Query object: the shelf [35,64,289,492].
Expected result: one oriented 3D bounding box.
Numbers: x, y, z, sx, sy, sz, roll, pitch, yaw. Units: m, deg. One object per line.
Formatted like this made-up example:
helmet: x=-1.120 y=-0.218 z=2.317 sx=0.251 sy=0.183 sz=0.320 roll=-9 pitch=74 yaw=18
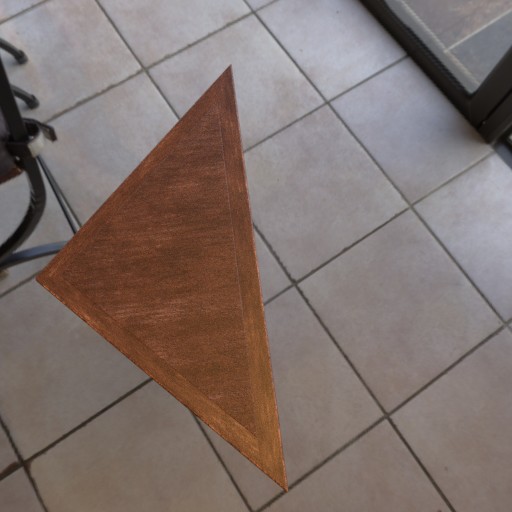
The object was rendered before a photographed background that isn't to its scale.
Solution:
shelf: x=0.000 y=0.000 z=0.436 sx=0.296 sy=0.035 sz=0.296 roll=37 pitch=78 yaw=9
